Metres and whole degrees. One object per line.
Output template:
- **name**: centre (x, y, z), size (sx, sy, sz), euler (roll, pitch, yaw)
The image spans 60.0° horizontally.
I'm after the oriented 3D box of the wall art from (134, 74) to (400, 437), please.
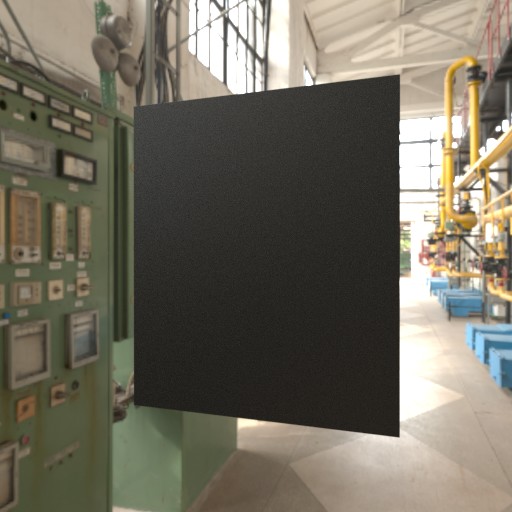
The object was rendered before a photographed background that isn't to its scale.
- **wall art**: centre (0.000, 0.000, 0.693), size (0.428, 0.505, 0.023), euler (0, 0, 18)
